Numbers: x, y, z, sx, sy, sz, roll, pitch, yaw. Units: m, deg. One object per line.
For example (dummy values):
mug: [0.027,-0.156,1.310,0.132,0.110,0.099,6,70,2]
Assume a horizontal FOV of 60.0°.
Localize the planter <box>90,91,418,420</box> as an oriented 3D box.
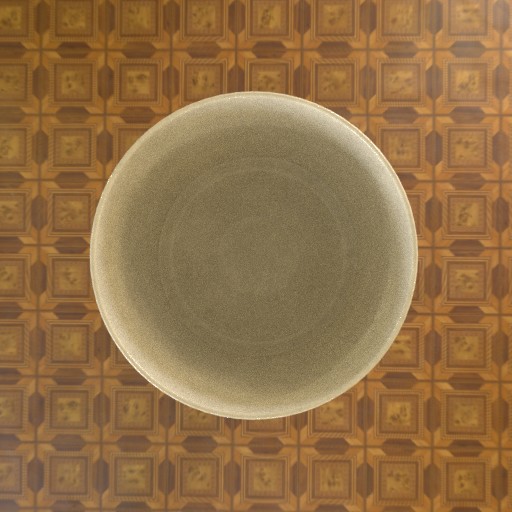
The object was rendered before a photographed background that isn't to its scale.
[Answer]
planter: [0.000,0.000,0.455,0.250,0.239,0.250,0,90,1]
